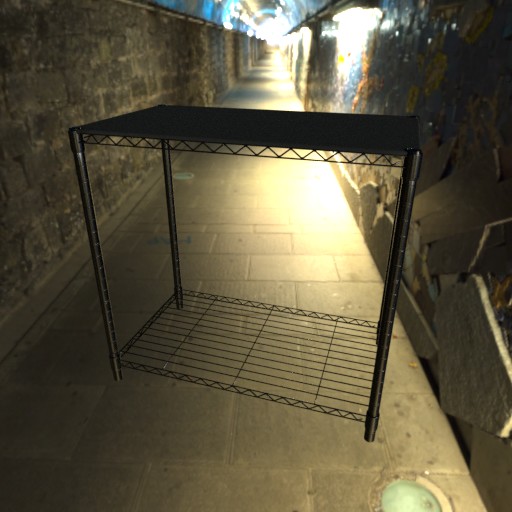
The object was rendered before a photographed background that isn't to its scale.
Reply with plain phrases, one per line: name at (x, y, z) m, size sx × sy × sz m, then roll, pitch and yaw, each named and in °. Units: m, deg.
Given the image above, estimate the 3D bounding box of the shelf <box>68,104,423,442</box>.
shelf at (0.000, 0.000, 0.954) m, size 0.589 × 0.564 × 0.338 m, roll 8°, pitch 27°, yaw 16°
